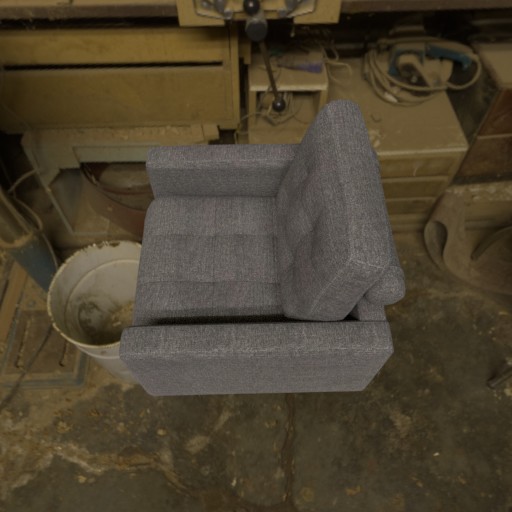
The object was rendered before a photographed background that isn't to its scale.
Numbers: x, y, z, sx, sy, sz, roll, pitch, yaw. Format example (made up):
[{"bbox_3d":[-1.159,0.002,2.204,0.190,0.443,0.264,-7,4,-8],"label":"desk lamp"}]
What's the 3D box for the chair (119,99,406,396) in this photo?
[{"bbox_3d":[0.000,0.000,1.559,0.843,0.880,0.821,-1,59,-1],"label":"chair"}]
